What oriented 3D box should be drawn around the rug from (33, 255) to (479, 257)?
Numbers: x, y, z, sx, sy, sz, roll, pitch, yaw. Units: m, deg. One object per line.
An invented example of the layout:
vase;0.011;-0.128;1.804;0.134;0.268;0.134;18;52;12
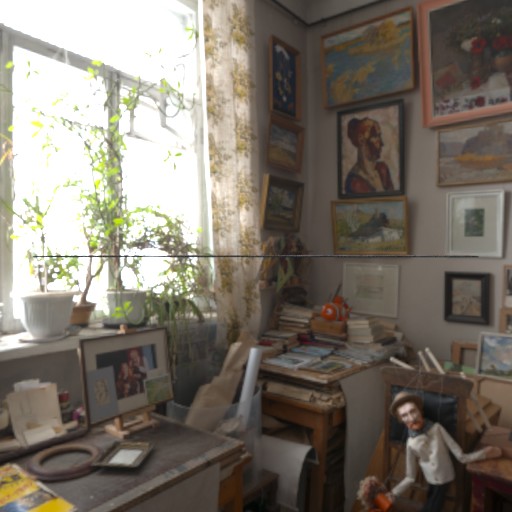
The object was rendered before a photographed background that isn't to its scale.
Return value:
rug;0.000;0.000;2.823;2.459;0.010;0.801;0;0;-1
